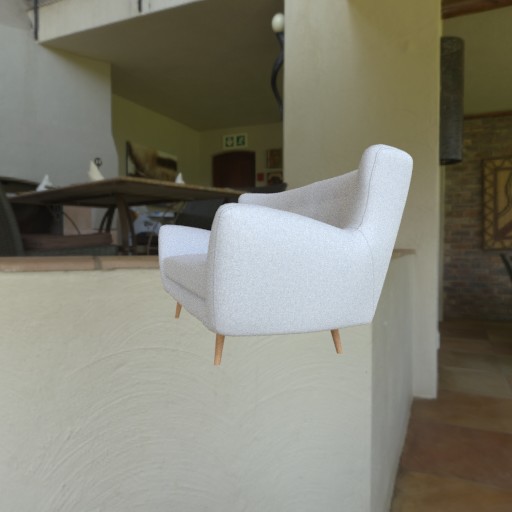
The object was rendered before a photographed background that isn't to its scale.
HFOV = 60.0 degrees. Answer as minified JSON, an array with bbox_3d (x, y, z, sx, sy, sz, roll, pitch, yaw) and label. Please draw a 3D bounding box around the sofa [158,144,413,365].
[{"bbox_3d":[0.000,0.000,2.461,0.899,0.890,1.930,-1,2,-18],"label":"sofa"}]
